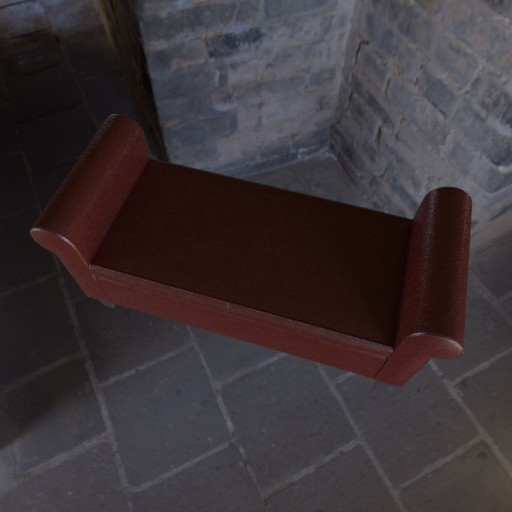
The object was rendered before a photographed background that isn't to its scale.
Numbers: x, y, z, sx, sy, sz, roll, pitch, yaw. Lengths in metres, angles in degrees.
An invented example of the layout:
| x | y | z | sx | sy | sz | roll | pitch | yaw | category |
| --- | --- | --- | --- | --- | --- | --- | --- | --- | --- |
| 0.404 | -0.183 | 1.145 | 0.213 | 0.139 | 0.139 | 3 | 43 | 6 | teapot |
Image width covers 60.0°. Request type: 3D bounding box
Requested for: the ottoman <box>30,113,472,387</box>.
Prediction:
| x | y | z | sx | sy | sz | roll | pitch | yaw | category |
| --- | --- | --- | --- | --- | --- | --- | --- | --- | --- |
| 0.000 | 0.000 | 1.533 | 1.256 | 0.547 | 0.521 | 14 | 60 | 9 | ottoman |
